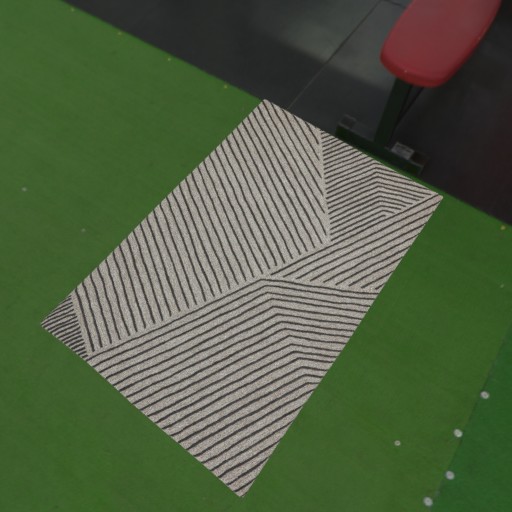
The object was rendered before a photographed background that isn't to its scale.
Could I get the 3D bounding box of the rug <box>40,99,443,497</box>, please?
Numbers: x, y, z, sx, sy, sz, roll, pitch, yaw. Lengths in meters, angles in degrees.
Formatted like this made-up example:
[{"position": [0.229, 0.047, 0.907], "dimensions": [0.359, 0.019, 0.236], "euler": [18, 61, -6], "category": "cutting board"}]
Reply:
[{"position": [0.000, 0.000, 2.300], "dimensions": [1.237, 0.019, 1.842], "euler": [34, 68, 16], "category": "rug"}]
